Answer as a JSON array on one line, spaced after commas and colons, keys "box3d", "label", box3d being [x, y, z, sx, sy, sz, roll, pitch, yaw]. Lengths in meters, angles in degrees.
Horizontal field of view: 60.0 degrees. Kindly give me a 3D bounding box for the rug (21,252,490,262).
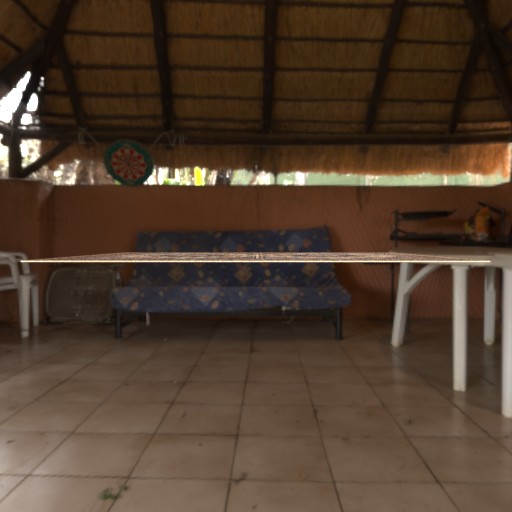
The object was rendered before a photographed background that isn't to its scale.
[{"box3d": [0.000, 0.000, 2.901, 2.227, 0.008, 1.611, 0, 2, 0], "label": "rug"}]
